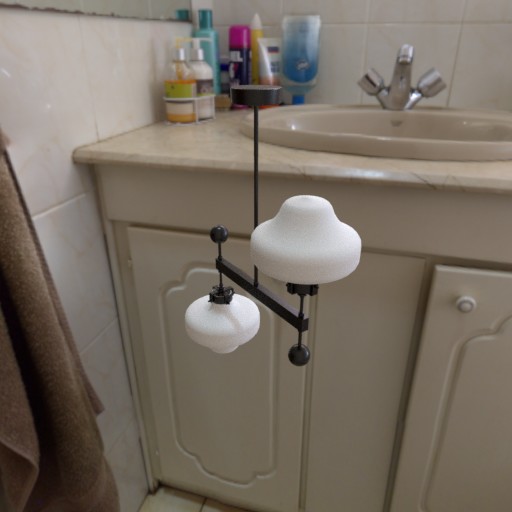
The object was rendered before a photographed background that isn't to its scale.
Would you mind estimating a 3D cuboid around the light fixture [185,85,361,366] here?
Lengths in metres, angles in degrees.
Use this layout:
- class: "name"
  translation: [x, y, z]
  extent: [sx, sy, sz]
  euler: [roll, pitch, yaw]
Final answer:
- class: "light fixture"
  translation: [0.000, 0.000, 1.039]
  extent: [0.489, 0.743, 0.422]
  euler: [8, 26, 17]
